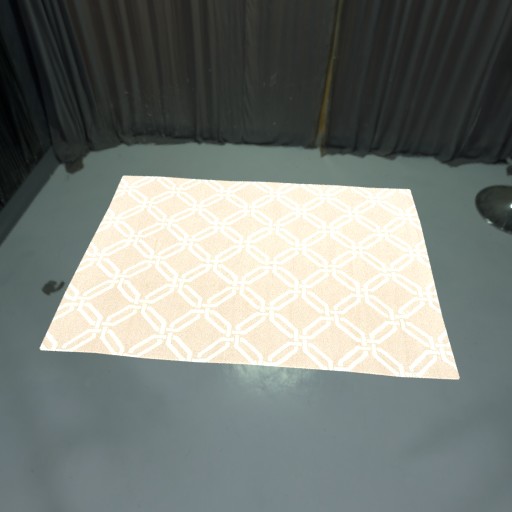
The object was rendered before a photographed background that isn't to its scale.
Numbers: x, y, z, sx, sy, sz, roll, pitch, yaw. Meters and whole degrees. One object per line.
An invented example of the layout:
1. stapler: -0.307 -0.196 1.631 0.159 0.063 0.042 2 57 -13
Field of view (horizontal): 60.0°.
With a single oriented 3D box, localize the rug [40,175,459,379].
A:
1. rug: 0.000 0.000 2.741 2.135 0.013 1.524 3 46 3
